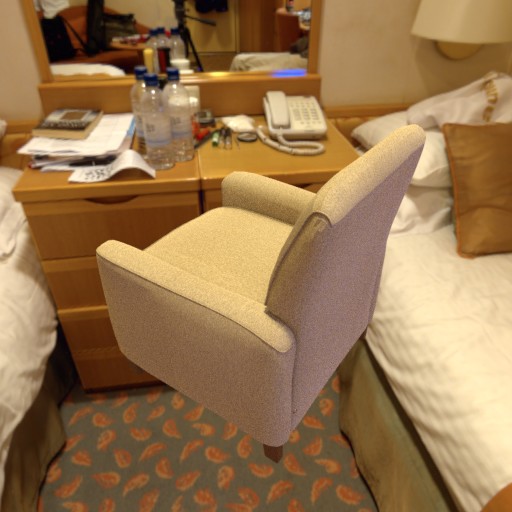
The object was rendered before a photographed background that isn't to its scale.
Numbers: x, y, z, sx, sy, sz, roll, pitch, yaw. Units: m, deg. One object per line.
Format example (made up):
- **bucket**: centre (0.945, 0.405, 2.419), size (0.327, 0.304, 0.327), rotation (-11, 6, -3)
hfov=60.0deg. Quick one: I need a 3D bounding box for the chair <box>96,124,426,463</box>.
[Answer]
- **chair**: centre (0.000, 0.000, 1.626), size (0.864, 1.014, 0.848), rotation (21, 40, 28)
